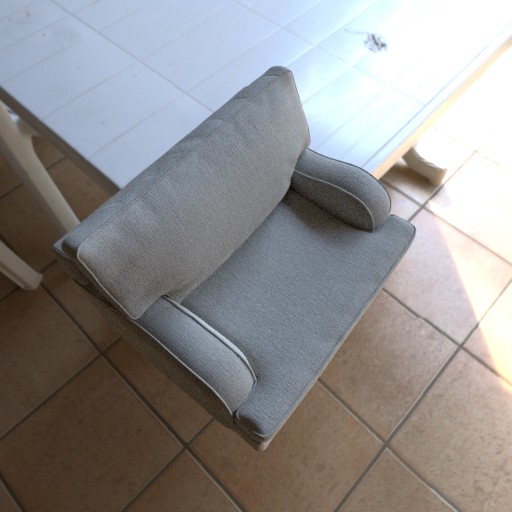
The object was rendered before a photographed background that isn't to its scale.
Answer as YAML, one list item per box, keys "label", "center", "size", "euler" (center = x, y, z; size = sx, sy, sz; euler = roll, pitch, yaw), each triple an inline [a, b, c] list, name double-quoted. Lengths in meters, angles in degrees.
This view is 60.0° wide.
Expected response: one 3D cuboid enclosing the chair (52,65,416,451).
- label: "chair"
  center: [0.000, 0.000, 1.982]
  size: [1.041, 1.016, 1.220]
  euler: [34, 64, 19]
